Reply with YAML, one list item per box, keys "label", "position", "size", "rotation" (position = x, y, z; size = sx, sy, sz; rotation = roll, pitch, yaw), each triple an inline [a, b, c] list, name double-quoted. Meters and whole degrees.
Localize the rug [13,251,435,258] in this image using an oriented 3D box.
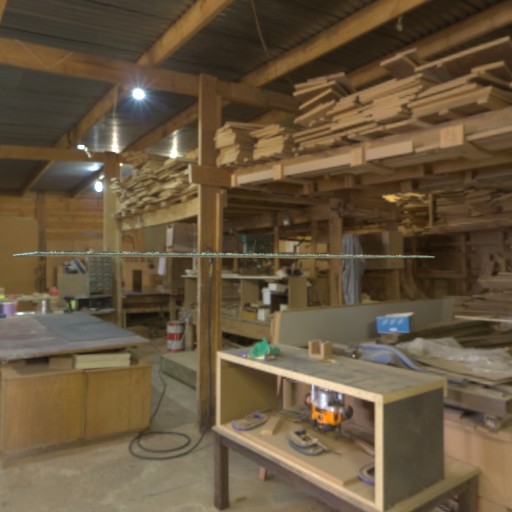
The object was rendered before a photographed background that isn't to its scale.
- label: "rug"
  position: [0.000, 0.000, 2.445]
  size: [2.292, 0.014, 0.685]
  rotation: [1, -1, -35]
